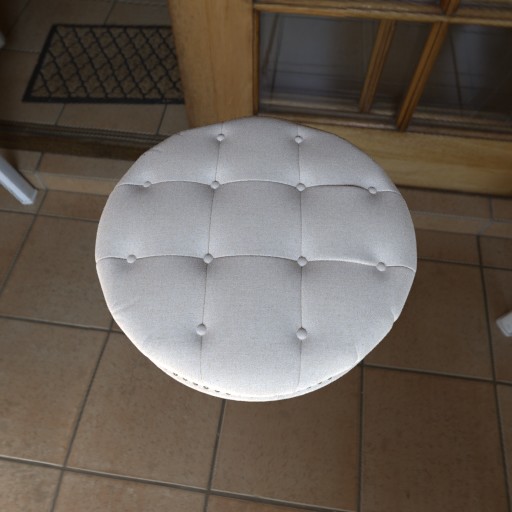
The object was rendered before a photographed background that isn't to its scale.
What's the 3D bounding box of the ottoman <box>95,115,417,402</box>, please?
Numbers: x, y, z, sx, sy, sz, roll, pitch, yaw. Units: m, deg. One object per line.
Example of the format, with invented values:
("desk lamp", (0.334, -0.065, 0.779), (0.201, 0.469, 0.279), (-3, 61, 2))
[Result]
("ottoman", (0.000, 0.000, 1.449), (0.940, 0.483, 0.940), (0, 61, 0))
